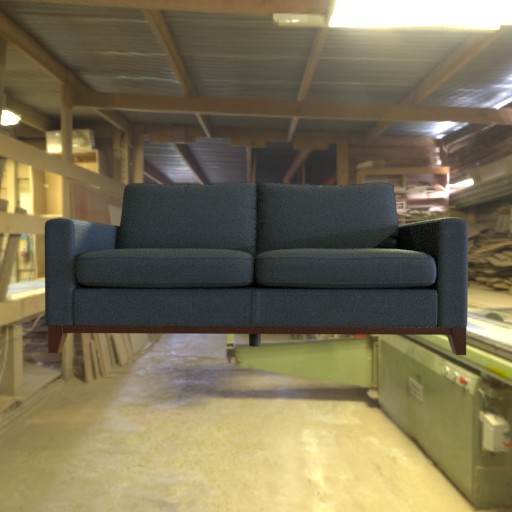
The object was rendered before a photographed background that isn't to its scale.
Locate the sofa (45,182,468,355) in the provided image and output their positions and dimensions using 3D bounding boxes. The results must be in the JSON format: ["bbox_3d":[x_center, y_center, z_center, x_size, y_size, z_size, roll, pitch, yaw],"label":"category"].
[{"bbox_3d":[0.000,0.000,2.375,1.900,0.865,0.877,0,1,1],"label":"sofa"}]
